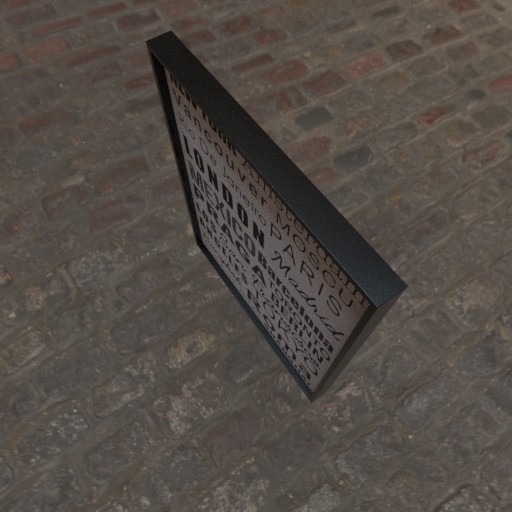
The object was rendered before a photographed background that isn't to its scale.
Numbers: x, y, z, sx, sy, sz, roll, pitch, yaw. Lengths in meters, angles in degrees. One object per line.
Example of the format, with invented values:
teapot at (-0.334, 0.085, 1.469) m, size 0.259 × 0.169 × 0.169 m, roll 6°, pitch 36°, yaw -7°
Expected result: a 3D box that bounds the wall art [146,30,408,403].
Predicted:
wall art at (0.000, 0.000, 0.742) m, size 0.038 × 0.551 × 0.448 m, roll -32°, pitch 67°, yaw -15°
